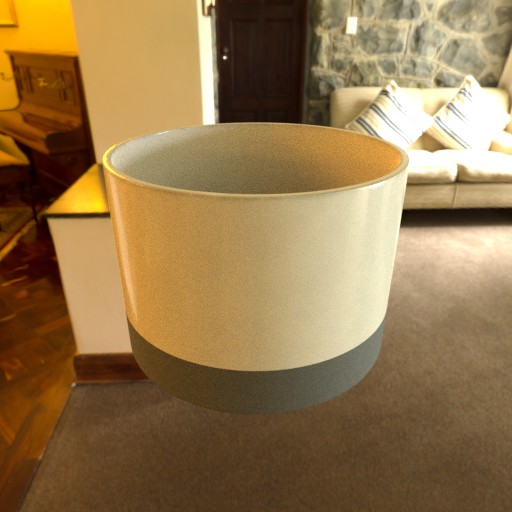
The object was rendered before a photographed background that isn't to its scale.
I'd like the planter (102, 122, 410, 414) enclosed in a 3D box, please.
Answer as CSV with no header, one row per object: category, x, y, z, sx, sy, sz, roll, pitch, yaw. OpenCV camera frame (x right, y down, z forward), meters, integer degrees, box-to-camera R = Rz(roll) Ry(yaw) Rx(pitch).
planter,0.000,0.000,0.217,0.128,0.105,0.128,0,27,0
